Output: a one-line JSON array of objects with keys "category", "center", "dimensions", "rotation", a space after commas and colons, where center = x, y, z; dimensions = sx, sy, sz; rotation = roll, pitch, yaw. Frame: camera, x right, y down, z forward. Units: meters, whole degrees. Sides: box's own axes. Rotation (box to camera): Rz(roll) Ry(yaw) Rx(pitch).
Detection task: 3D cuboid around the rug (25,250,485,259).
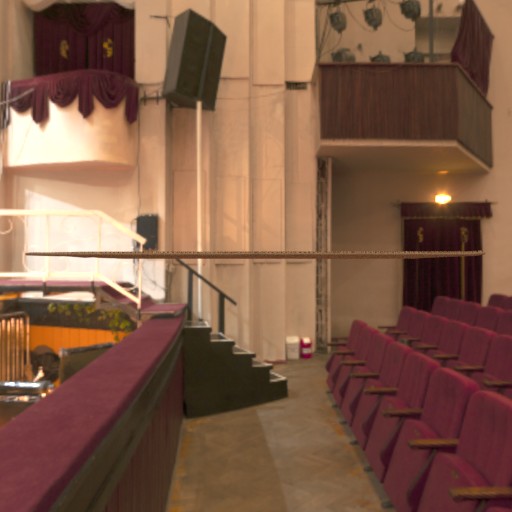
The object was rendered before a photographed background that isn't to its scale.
[{"category": "rug", "center": [0.000, 0.000, 3.096], "dimensions": [2.438, 0.034, 1.521], "rotation": [0, -1, 1]}]
